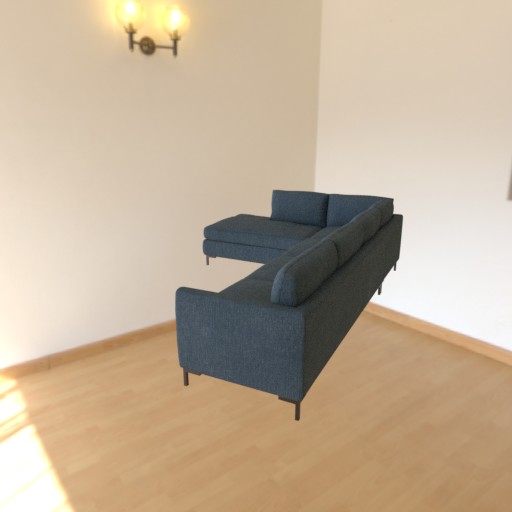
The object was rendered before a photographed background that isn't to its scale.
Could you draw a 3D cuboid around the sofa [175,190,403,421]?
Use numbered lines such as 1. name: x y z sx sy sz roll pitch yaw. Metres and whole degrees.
1. sofa: 0.000 0.000 3.889 2.007 0.815 2.949 8 18 26
